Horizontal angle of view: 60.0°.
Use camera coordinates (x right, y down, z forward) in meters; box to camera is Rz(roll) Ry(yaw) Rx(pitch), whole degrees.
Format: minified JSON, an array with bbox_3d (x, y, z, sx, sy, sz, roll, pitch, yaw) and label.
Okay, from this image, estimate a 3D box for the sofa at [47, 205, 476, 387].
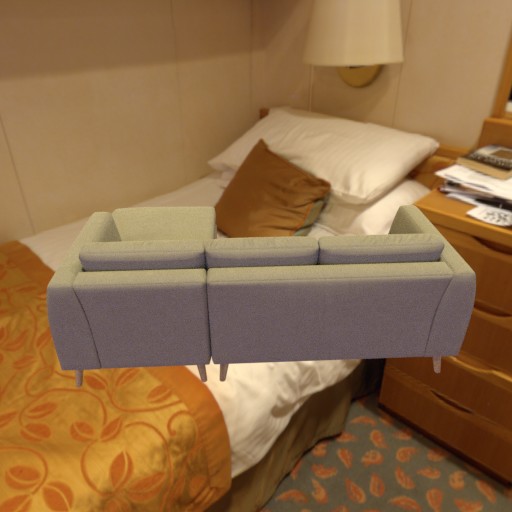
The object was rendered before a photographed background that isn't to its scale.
[{"bbox_3d":[0.000,0.000,3.074,2.300,0.860,1.580,-2,31,-3],"label":"sofa"}]
